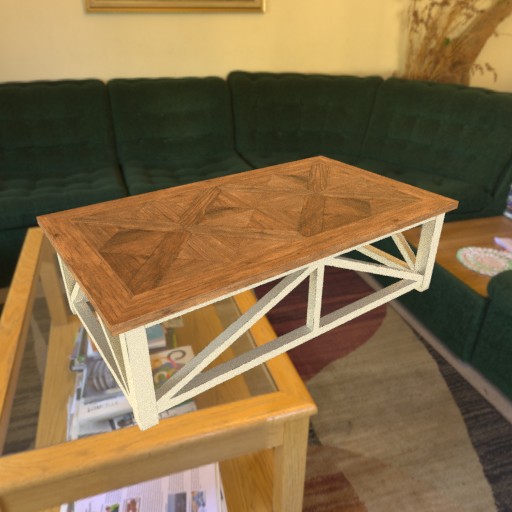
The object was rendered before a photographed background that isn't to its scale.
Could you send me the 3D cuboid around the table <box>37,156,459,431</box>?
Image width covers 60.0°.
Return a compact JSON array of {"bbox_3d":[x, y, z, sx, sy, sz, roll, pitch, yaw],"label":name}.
[{"bbox_3d":[0.000,0.000,1.784,1.400,0.410,0.800,-19,34,-30],"label":"table"}]
